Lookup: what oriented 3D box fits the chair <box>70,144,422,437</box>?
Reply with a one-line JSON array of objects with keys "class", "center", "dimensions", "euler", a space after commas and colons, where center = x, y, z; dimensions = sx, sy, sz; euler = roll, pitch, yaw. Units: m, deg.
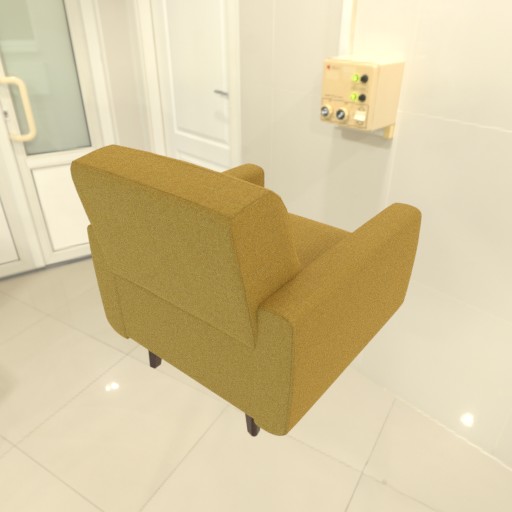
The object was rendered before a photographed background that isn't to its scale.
[{"class": "chair", "center": [0.000, 0.000, 1.542], "dimensions": [0.831, 0.841, 0.909], "euler": [22, 37, 32]}]
